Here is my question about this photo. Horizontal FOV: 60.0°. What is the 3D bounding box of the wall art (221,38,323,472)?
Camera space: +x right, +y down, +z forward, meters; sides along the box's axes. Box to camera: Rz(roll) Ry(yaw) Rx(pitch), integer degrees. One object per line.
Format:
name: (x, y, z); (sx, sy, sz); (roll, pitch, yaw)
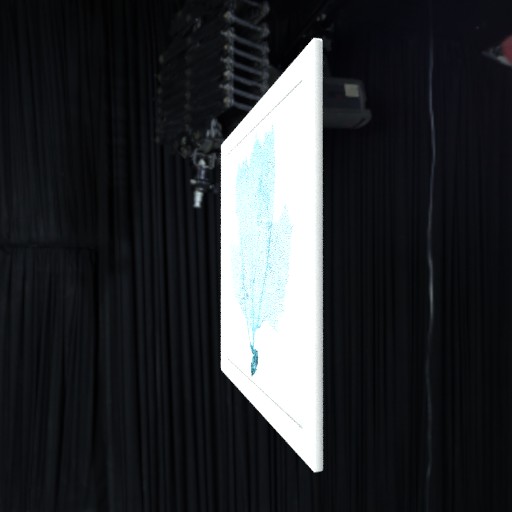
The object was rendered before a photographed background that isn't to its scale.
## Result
wall art: (0.000, 0.000, 0.876); (0.013, 0.584, 0.584); (0, -1, -17)
